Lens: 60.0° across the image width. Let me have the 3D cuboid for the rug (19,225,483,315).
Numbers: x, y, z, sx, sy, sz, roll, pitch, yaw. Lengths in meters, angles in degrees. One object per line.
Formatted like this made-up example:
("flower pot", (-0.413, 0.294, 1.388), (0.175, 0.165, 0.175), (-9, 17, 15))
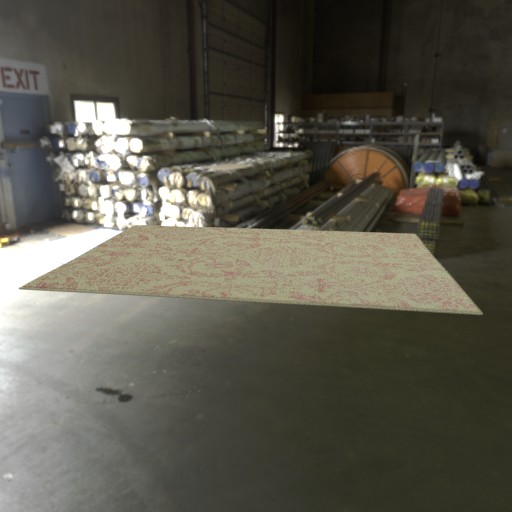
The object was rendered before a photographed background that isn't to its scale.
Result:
("rug", (0.000, 0.000, 2.310), (1.839, 0.012, 1.219), (2, 17, 8))
